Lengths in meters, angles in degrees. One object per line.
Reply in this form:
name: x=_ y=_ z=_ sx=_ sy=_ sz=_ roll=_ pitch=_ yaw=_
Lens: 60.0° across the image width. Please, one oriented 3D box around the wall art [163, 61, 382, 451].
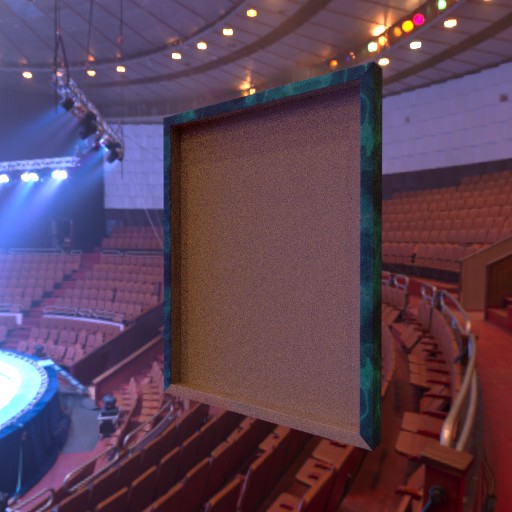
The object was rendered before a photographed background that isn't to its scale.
wall art: x=0.000 y=0.000 z=0.890 sx=0.508 sy=0.635 sz=0.038 roll=0 pitch=1 yaw=37
